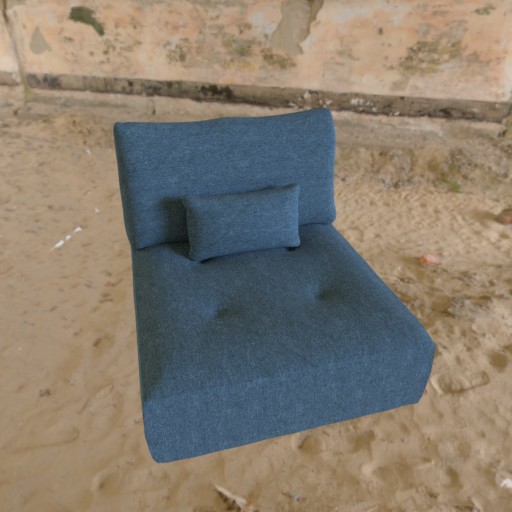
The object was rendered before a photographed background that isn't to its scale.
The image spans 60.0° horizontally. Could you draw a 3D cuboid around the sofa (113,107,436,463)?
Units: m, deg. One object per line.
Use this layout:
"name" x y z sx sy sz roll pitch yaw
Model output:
"sofa" 0.000 0.000 1.648 0.930 0.820 1.000 -8 33 -13
